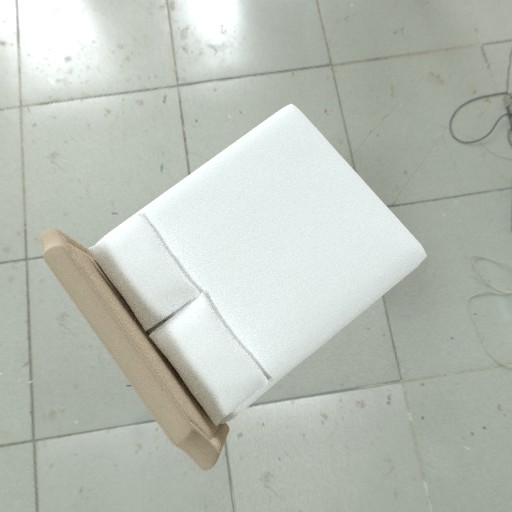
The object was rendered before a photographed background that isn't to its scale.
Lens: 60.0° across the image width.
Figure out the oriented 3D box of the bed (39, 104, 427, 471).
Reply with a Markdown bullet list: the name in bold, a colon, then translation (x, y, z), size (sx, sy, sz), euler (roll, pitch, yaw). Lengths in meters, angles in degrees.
- **bed**: translation (0.000, 0.000, 3.285), size (2.204, 1.301, 1.828), euler (-38, 80, -8)
